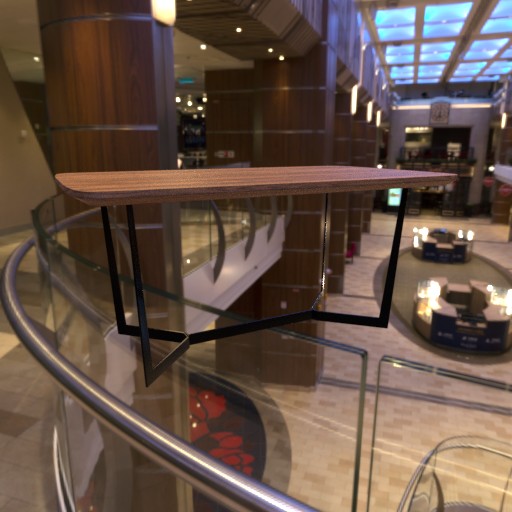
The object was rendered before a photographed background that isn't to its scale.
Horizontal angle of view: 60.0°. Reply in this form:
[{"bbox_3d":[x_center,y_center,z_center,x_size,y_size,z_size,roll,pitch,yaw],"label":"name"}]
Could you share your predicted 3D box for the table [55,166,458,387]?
[{"bbox_3d":[0.000,0.000,2.099,1.643,0.765,0.949,-7,16,-26],"label":"table"}]
